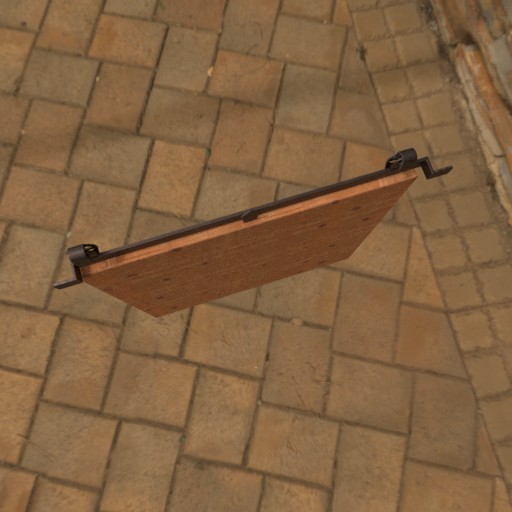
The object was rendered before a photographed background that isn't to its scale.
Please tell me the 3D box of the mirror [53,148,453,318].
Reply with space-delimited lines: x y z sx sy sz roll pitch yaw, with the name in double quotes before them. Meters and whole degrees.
"mirror" 0.000 0.000 1.188 0.805 0.800 0.054 -17 76 -4
